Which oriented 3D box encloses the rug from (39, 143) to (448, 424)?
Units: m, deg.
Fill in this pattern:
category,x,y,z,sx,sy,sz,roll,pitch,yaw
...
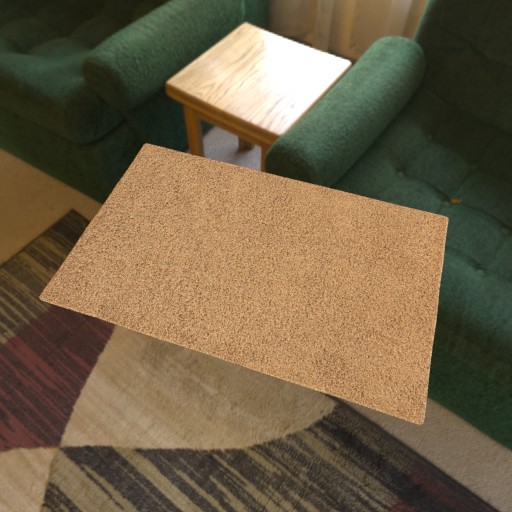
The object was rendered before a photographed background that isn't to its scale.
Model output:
category,x,y,z,sx,sy,sz,roll,pitch,yaw
rug,0.000,0.000,3.034,2.438,0.030,1.524,16,58,10
